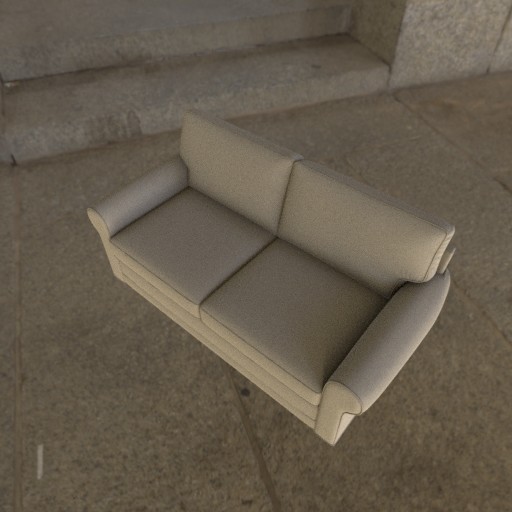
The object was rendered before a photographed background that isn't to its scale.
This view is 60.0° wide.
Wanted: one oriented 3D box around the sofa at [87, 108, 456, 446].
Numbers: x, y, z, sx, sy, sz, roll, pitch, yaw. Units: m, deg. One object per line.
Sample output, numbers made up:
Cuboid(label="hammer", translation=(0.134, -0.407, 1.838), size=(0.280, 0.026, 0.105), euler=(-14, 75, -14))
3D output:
Cuboid(label="sofa", translation=(0.000, 0.000, 2.485), size=(1.930, 0.952, 0.940), euler=(31, 54, 27))
